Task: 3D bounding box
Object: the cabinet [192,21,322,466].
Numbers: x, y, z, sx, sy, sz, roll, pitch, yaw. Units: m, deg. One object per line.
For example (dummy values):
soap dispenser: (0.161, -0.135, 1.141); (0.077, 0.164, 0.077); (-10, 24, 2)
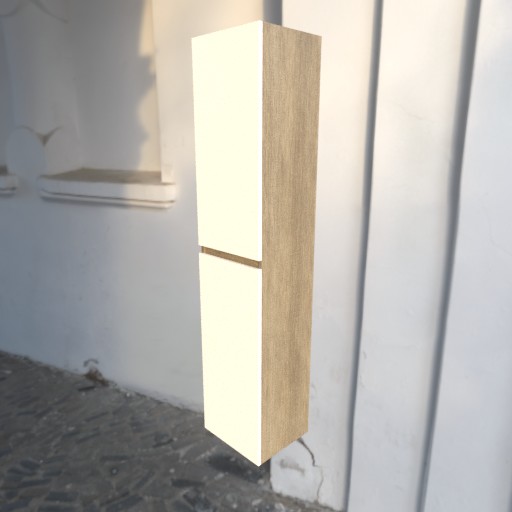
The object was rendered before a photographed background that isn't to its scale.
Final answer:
cabinet: (0.000, 0.000, 1.550); (0.270, 1.400, 0.300); (-14, 20, -43)
